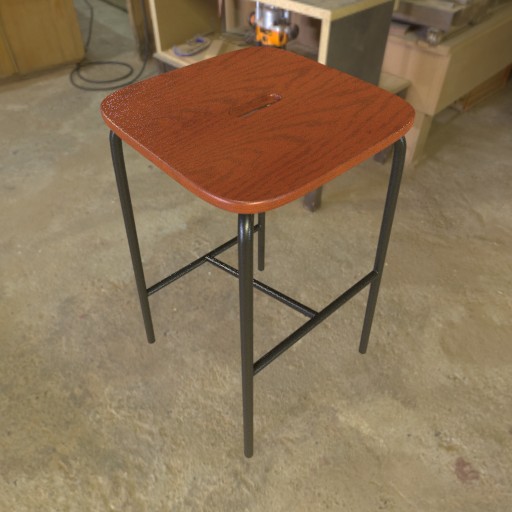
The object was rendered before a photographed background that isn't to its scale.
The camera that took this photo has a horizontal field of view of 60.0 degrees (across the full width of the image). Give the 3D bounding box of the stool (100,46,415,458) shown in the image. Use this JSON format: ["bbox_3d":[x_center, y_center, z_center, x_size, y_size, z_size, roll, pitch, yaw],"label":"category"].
[{"bbox_3d":[0.000,0.000,0.846,0.376,0.610,0.376,-32,53,-28],"label":"stool"}]
